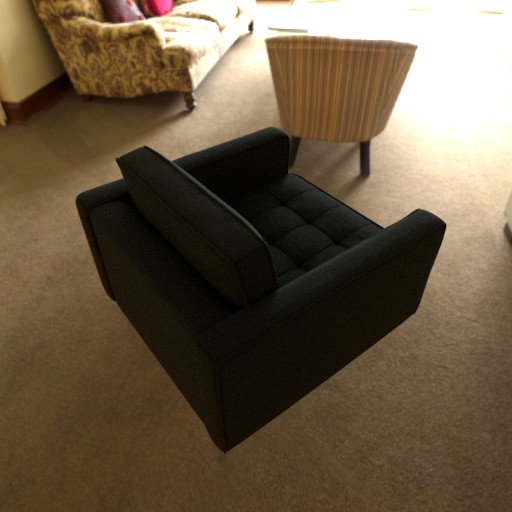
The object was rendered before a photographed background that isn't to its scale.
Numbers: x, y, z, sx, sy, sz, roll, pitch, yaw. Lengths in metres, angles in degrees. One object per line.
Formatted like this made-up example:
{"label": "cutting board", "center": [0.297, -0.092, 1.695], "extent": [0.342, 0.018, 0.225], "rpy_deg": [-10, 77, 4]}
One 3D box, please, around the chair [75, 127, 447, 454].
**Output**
{"label": "chair", "center": [0.000, 0.000, 1.603], "extent": [0.920, 0.770, 0.899], "rpy_deg": [-27, 48, -27]}
